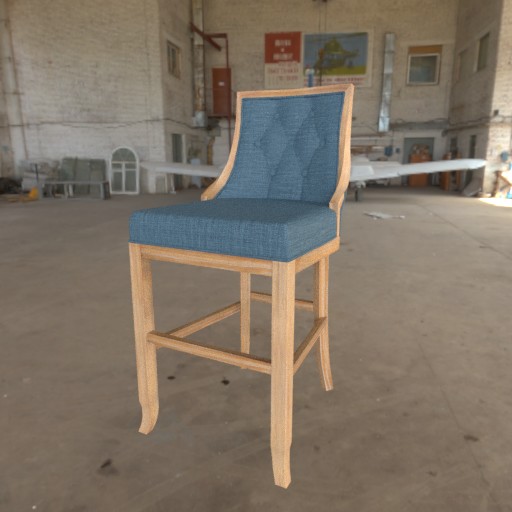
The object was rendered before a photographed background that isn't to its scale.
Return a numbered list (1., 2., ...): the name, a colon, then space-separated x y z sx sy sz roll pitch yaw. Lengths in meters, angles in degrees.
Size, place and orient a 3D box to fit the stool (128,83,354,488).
1. stool: 0.000 0.000 1.453 0.524 1.101 0.626 7 15 28
